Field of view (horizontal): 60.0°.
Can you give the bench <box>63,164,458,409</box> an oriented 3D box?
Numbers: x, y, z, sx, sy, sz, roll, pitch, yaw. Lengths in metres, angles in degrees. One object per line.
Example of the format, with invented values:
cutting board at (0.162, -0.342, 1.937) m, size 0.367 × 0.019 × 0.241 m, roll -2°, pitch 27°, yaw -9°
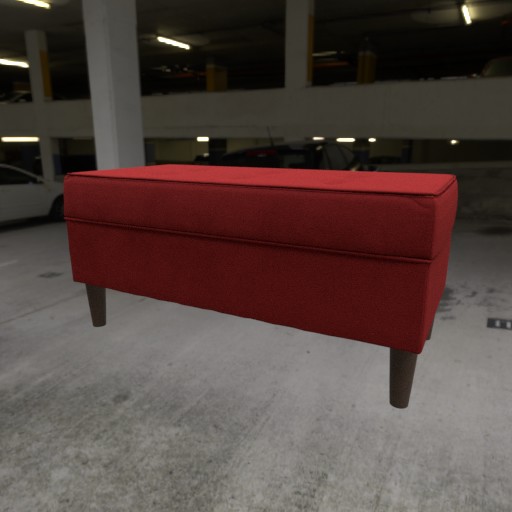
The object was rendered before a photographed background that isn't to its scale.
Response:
bench at (0.000, 0.000, 1.285) m, size 1.016 × 0.471 × 0.492 m, roll 8°, pitch 17°, yaw 27°
